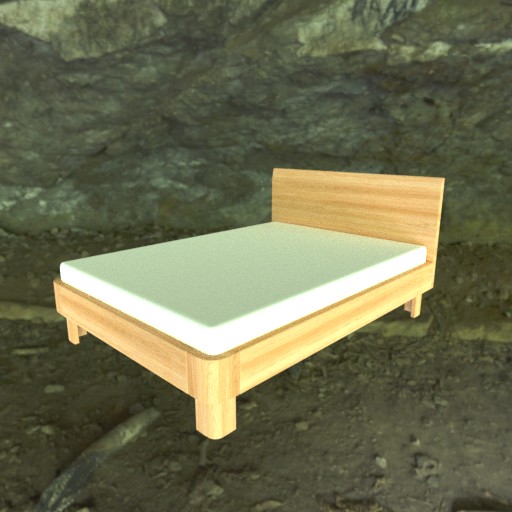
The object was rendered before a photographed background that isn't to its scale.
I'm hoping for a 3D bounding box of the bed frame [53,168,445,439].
[{"bbox_3d":[0.000,0.000,2.789,1.472,0.940,1.992,14,20,42],"label":"bed frame"}]
